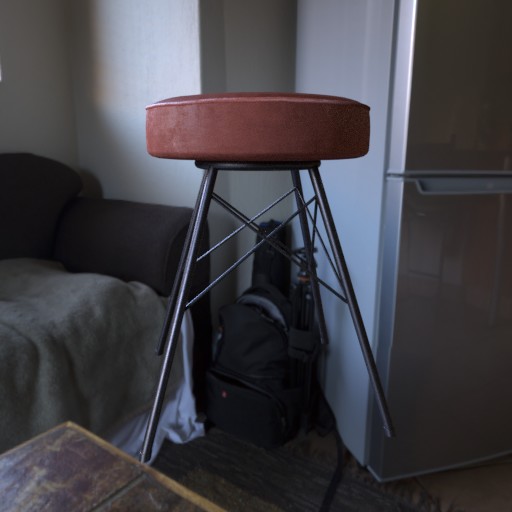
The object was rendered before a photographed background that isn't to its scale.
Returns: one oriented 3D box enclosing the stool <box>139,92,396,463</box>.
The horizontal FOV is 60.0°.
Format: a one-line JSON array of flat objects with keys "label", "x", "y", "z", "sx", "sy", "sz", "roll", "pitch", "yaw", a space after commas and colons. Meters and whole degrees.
[{"label": "stool", "x": 0.000, "y": 0.000, "z": 0.895, "sx": 0.457, "sy": 0.593, "sz": 0.421, "roll": -2, "pitch": 14, "yaw": -8}]
